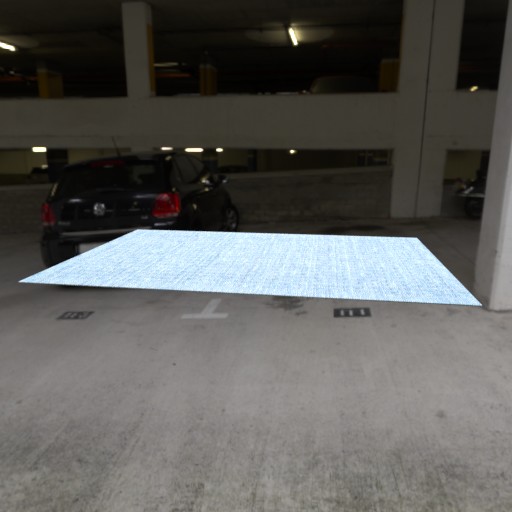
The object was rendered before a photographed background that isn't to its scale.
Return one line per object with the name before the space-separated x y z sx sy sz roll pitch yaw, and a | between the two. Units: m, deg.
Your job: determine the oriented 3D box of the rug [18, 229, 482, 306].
rug | 0.000 0.000 2.881 2.286 0.006 1.522 2 14 9
